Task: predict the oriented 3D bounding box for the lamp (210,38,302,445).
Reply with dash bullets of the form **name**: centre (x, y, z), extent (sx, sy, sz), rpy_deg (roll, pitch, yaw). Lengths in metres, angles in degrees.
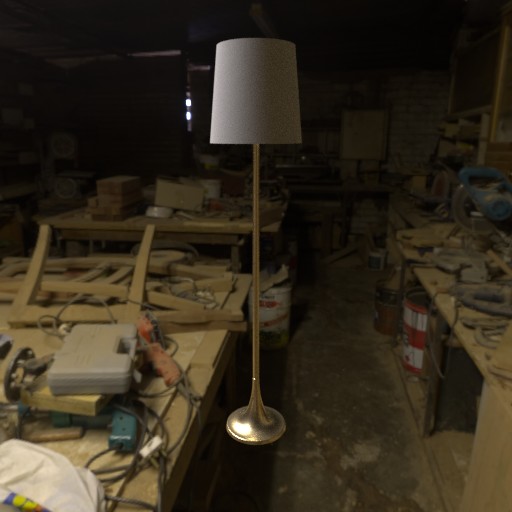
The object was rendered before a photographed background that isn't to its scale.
- **lamp**: centre (0.000, 0.000, 1.750), extent (0.337, 1.543, 0.337), rpy_deg (0, 15, 0)
